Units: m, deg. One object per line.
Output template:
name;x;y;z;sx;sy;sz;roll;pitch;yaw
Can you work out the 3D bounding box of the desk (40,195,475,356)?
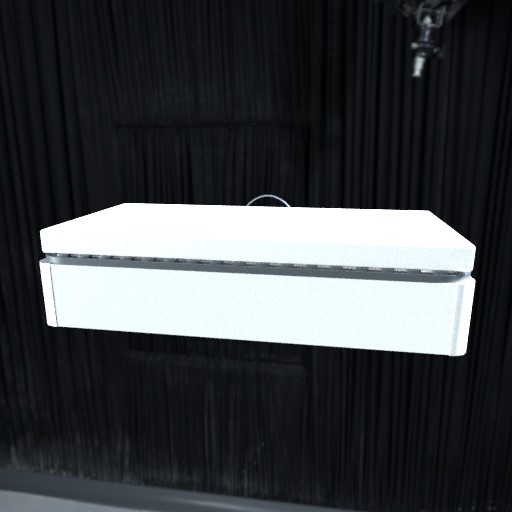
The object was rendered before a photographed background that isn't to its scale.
desk;0.000;0.000;2.299;1.900;0.526;0.900;2;15;9
